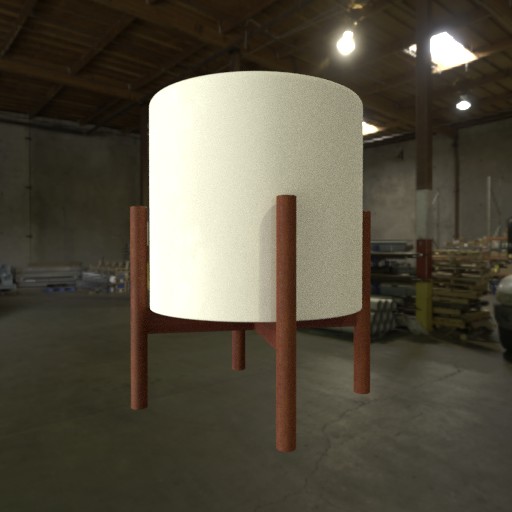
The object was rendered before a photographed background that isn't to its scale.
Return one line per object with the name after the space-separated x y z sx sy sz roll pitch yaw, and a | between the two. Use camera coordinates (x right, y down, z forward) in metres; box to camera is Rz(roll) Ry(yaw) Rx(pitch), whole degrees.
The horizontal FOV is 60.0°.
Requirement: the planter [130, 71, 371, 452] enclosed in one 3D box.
0.000 0.000 0.899 0.421 0.581 0.420 1 1 36 | planter
